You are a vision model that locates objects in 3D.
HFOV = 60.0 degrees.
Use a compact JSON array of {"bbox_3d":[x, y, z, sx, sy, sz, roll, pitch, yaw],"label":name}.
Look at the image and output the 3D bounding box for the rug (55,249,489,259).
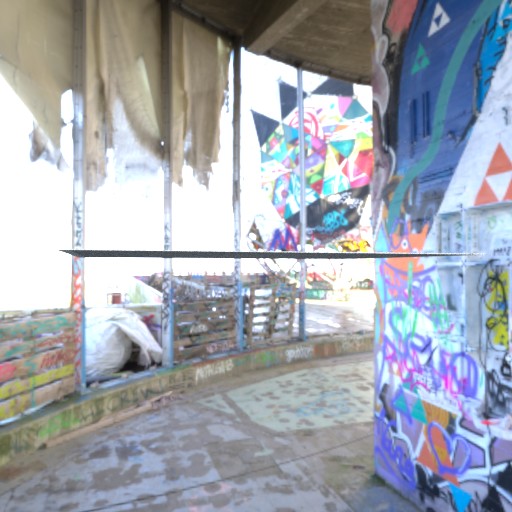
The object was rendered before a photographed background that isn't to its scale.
[{"bbox_3d":[0.000,0.000,2.109,1.634,0.003,1.190,0,-1,-19],"label":"rug"}]
